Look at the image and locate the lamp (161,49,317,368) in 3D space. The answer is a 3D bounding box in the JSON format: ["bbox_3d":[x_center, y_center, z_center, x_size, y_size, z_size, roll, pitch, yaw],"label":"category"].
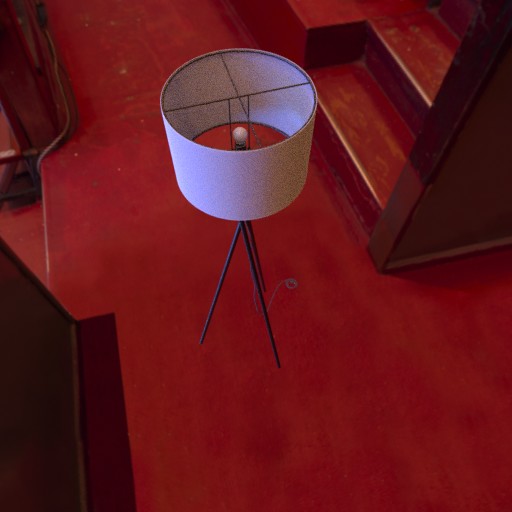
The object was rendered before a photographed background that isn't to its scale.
[{"bbox_3d":[0.000,0.000,1.900,0.667,1.624,0.522,-15,59,-9],"label":"lamp"}]
